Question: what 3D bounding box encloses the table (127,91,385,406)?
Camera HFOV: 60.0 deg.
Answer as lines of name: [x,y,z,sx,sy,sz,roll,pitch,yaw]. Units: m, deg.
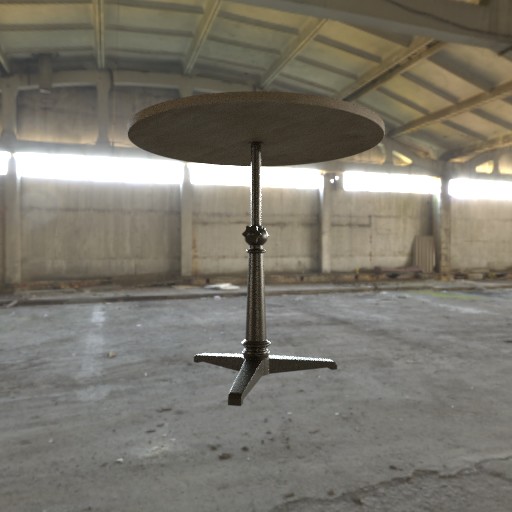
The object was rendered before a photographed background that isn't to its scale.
table: [0.000,0.000,1.440,0.800,0.780,0.800,0,1,0]
